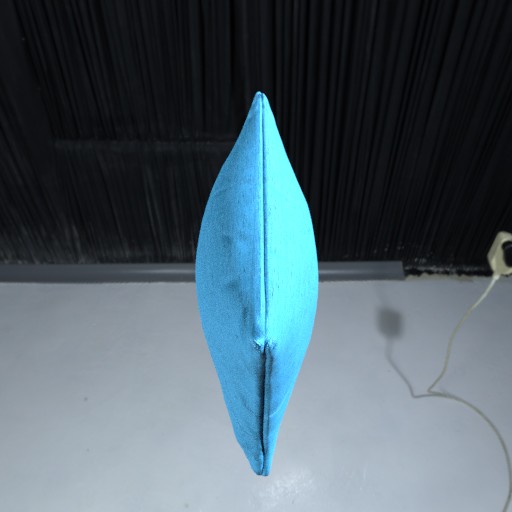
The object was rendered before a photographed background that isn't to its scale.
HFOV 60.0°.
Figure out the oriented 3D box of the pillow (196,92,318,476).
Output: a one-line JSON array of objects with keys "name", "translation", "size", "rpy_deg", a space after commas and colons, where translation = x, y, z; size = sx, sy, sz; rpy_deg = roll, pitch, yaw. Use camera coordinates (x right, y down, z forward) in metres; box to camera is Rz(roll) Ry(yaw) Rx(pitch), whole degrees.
[{"name": "pillow", "translation": [0.000, 0.000, 0.791], "size": [0.210, 0.338, 0.633], "rpy_deg": [0, 43, 0]}]
